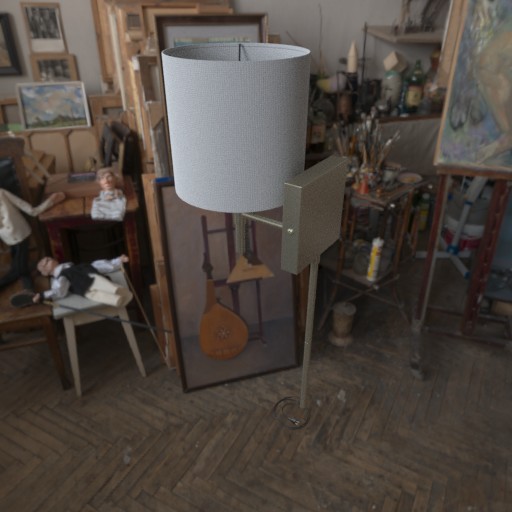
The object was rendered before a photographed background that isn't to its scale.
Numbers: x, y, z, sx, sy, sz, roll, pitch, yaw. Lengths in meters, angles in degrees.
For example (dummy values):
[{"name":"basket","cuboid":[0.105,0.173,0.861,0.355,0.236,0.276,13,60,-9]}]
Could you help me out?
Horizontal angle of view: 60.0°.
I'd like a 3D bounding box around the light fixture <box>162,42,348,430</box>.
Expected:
[{"name":"light fixture","cuboid":[0.000,0.000,0.701,0.248,0.589,0.188,20,37,30]}]
